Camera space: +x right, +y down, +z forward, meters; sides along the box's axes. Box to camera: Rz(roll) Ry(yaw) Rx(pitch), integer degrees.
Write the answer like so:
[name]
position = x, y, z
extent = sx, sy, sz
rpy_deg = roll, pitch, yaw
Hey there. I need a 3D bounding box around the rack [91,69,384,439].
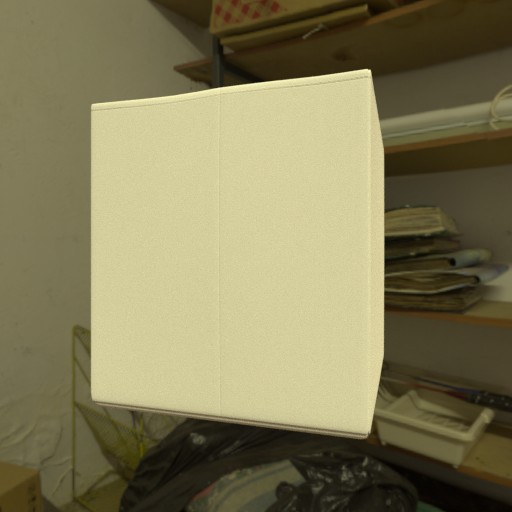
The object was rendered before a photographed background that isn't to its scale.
[rack]
position = 0.000, 0.000, 0.497
extent = 0.270, 0.280, 0.270
rpy_deg = 0, 0, 18
